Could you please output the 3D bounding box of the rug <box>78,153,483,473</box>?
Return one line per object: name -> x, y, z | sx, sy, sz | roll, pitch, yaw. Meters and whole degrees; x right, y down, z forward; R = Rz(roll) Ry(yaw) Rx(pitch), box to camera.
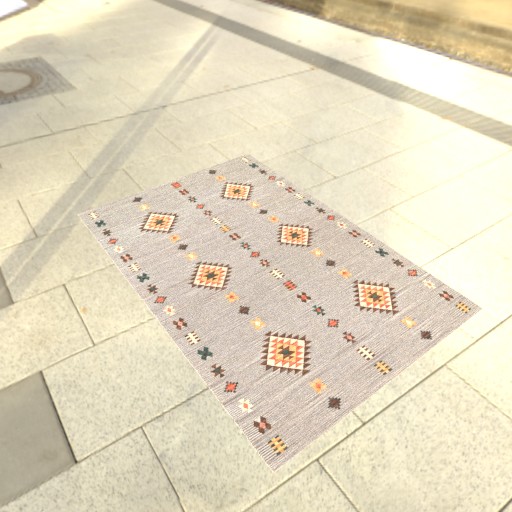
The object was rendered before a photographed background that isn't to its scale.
rug -> 0.000, 0.000, 2.289 | 1.217, 0.005, 1.818 | -26, 48, -27
